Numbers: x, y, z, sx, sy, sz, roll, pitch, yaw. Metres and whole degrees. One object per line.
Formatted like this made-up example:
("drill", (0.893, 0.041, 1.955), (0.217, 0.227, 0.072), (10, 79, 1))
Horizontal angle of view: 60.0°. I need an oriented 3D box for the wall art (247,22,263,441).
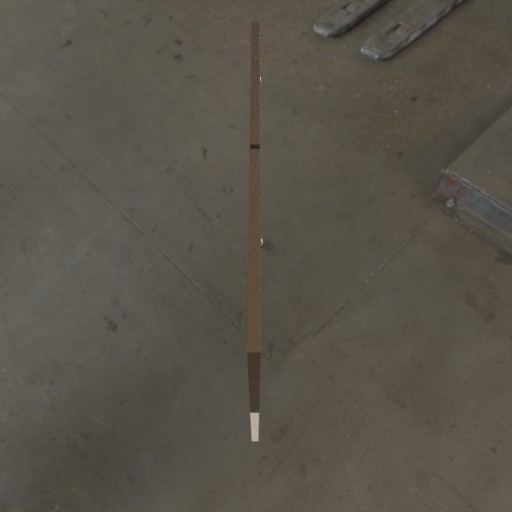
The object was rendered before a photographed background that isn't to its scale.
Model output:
("wall art", (0.000, 0.000, 1.517), (0.030, 1.032, 1.032), (0, 59, 0))
